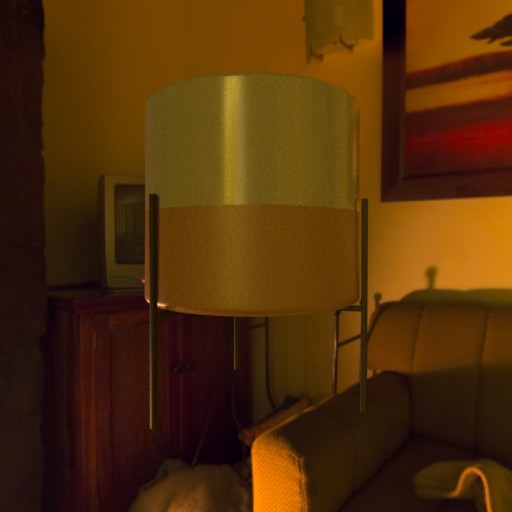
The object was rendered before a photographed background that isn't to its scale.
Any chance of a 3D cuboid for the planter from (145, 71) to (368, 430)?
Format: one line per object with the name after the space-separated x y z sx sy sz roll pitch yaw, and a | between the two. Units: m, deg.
0.000 0.000 0.735 0.360 0.480 0.348 0 1 19 | planter
